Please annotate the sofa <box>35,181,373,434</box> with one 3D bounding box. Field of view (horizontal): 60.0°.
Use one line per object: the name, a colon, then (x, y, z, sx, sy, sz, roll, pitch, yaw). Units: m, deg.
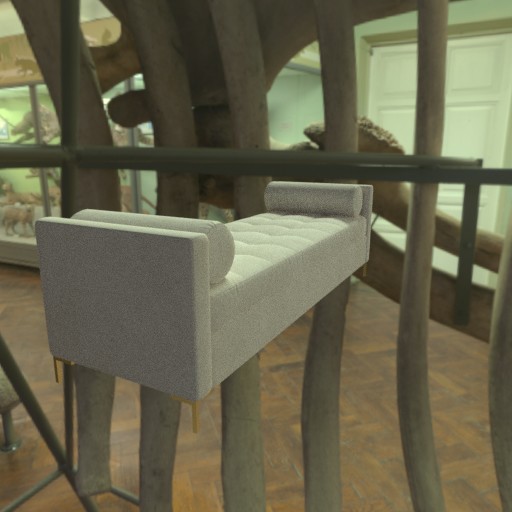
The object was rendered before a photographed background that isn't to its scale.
sofa: (0.000, 0.000, 2.286, 0.686, 0.635, 1.981, 7, 16, 28)
